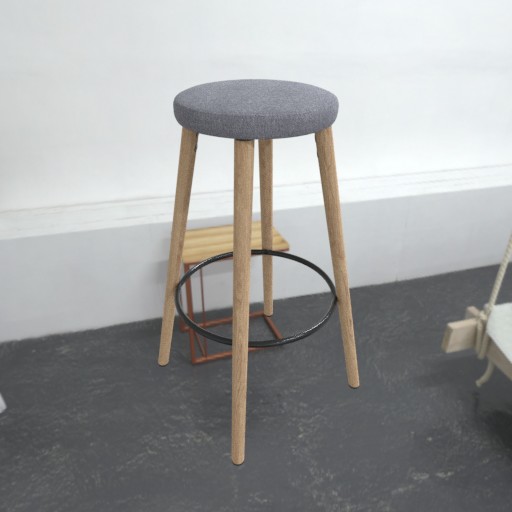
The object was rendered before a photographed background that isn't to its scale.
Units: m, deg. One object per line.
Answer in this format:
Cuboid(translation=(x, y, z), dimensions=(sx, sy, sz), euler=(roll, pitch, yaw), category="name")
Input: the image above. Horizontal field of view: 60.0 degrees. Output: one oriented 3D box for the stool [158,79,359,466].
Cuboid(translation=(0.000, 0.000, 1.046), dimensions=(0.410, 0.770, 0.410), euler=(-21, 36, -30), category="stool")
